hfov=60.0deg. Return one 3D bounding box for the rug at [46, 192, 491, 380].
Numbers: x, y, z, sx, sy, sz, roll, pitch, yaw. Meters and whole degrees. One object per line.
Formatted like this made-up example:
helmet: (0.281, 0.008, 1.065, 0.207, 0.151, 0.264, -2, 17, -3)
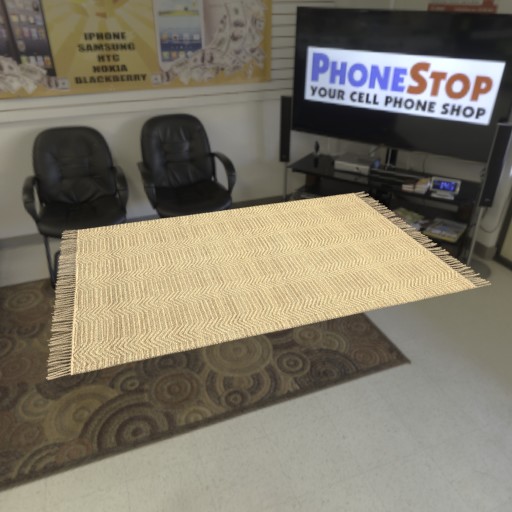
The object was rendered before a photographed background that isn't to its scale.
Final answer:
rug: (0.000, 0.000, 2.966, 2.523, 0.034, 1.528, -9, 32, -15)
